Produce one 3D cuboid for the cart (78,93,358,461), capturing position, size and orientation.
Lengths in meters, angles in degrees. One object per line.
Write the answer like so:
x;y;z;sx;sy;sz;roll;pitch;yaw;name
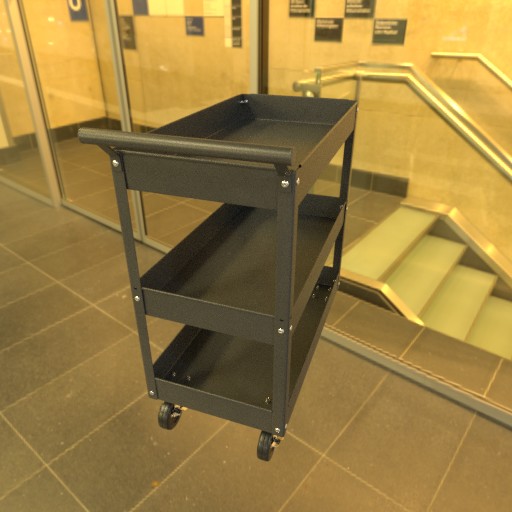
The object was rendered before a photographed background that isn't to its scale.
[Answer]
0.000;0.000;1.156;0.366;0.780;0.719;10;30;17;cart
